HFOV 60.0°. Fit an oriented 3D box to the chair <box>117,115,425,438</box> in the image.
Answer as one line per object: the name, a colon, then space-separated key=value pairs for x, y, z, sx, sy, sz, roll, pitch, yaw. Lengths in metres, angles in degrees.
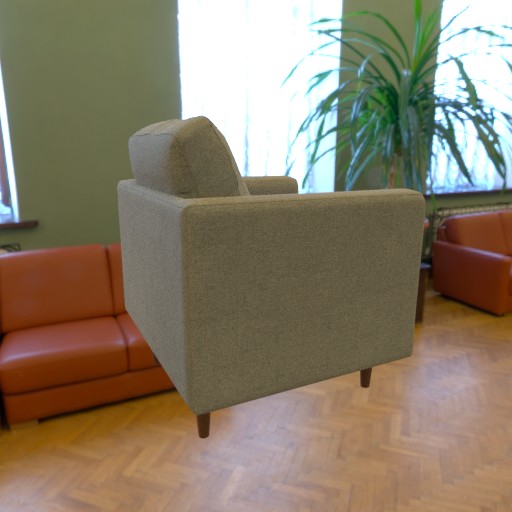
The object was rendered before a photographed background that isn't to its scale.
chair: x=0.000 y=0.000 z=1.588 sx=0.800 sy=0.927 sz=0.855 roll=-7 pitch=16 yaw=-26
